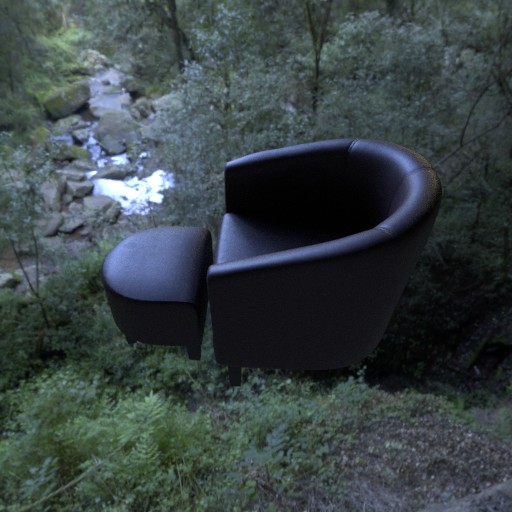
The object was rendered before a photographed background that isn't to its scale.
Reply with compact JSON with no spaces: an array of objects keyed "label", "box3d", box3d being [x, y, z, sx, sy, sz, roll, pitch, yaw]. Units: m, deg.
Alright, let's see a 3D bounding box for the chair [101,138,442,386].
[{"label":"chair","box3d":[0.000,0.000,1.671,1.176,0.755,0.737,1,40,1]}]
